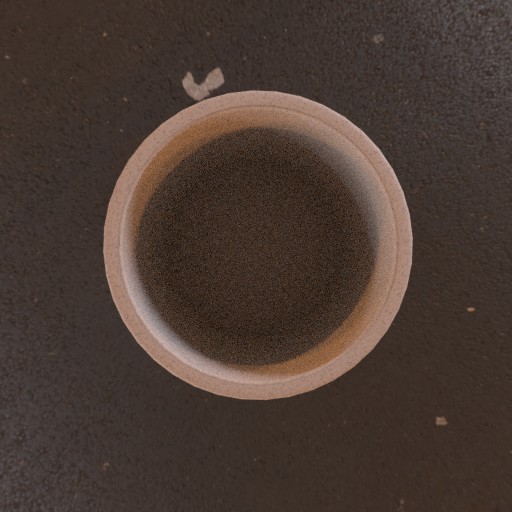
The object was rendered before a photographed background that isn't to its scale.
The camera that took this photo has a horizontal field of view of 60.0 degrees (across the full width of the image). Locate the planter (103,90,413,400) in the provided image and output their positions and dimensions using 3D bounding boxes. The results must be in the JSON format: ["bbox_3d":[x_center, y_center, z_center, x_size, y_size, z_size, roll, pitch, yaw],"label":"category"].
[{"bbox_3d":[0.000,0.000,0.650,0.313,0.423,0.335,0,90,-1],"label":"planter"}]
